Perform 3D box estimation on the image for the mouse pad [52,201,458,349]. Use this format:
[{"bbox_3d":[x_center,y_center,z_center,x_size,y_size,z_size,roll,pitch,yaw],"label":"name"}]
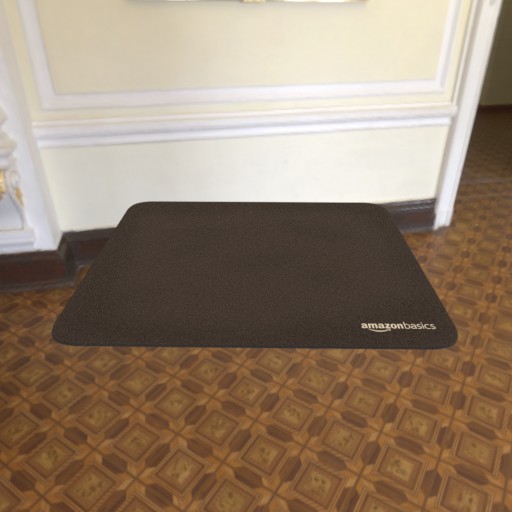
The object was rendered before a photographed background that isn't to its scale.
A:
[{"bbox_3d":[0.000,0.000,0.349,0.249,0.002,0.211,0,30,1],"label":"mouse pad"}]
